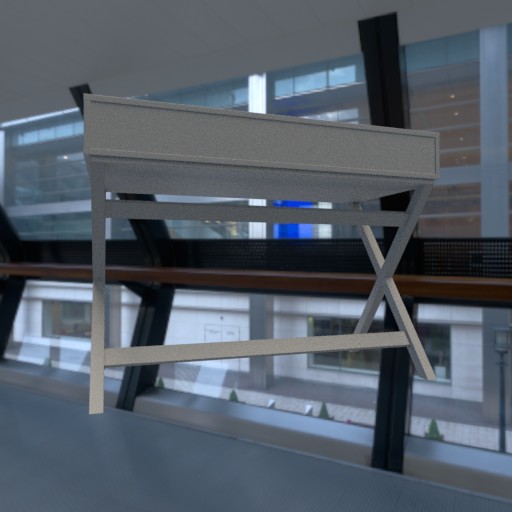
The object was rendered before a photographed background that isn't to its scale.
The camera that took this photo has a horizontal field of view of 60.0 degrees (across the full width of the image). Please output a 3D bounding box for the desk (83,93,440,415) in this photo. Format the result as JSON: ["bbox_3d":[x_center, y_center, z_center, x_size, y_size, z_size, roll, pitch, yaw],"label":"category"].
[{"bbox_3d":[0.000,0.000,1.488,1.057,0.780,0.525,0,-1,-18],"label":"desk"}]
